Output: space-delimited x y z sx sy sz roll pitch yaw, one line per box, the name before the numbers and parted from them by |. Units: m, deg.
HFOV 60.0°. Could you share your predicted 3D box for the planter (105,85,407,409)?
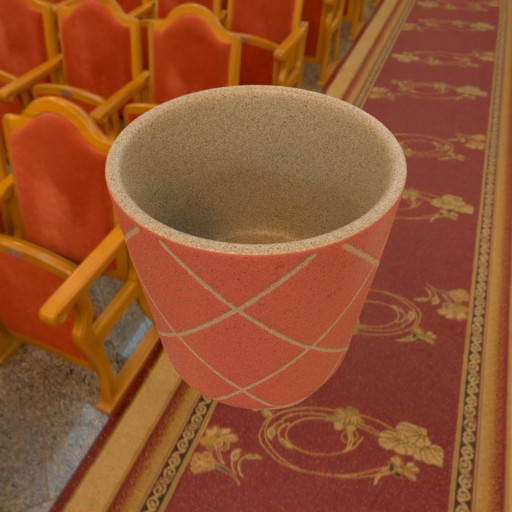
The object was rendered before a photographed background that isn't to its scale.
planter | 0.000 0.000 0.425 0.227 0.235 0.227 0 46 0
